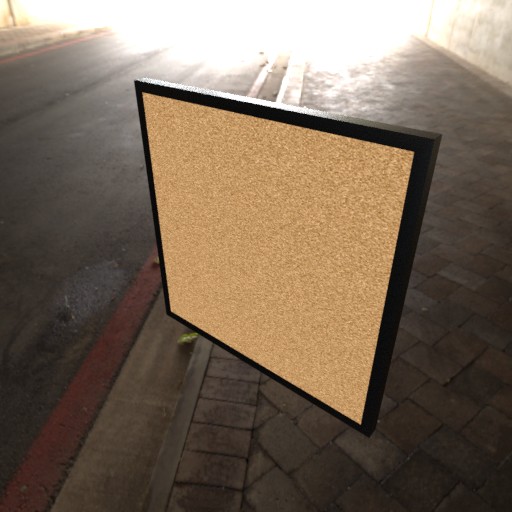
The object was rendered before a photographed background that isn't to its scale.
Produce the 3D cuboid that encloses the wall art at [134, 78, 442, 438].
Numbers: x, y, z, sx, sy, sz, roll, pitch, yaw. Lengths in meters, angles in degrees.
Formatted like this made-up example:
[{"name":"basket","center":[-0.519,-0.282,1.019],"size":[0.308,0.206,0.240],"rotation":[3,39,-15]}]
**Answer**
[{"name":"wall art","center":[0.000,0.000,1.116],"size":[0.756,0.755,0.036],"rotation":[23,39,32]}]
